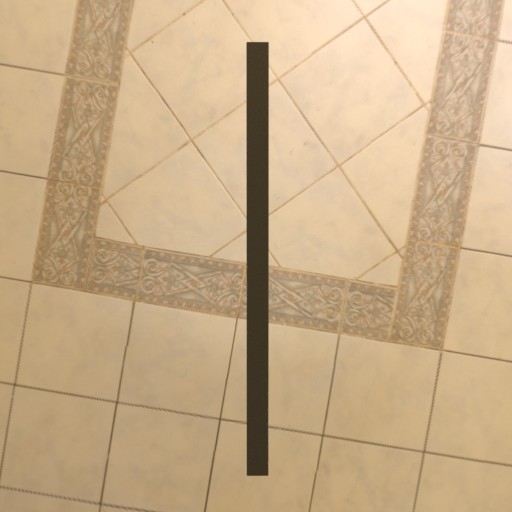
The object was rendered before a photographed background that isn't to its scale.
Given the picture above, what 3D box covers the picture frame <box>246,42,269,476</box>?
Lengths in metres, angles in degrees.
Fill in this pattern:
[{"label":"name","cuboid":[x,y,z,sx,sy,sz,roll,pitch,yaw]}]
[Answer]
[{"label":"picture frame","cuboid":[0.000,0.000,0.849,0.029,0.557,0.559,0,92,0]}]
